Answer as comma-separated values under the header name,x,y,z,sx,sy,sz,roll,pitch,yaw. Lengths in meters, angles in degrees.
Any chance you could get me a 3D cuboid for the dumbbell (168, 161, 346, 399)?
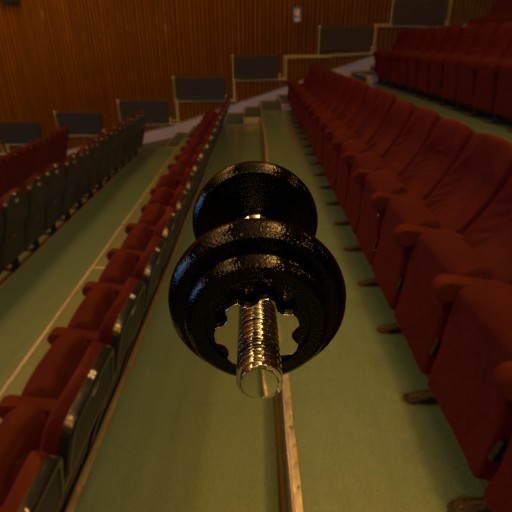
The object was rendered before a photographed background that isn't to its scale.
name,x,y,z,sx,sy,sz,roll,pitch,yaw
dumbbell,0.000,0.000,0.610,0.202,0.202,0.497,0,27,-1
